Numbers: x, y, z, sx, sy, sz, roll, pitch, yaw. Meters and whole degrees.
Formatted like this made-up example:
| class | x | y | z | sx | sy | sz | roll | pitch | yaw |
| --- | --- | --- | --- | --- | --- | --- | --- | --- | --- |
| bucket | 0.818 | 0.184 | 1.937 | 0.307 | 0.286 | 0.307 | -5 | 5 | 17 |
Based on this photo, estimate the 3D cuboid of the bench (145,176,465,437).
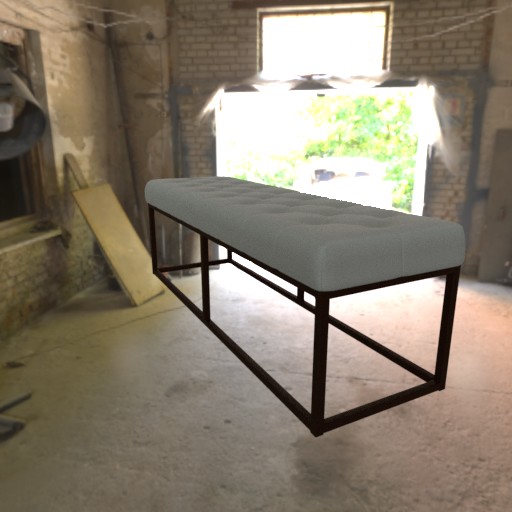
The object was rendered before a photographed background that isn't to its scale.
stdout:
| class | x | y | z | sx | sy | sz | roll | pitch | yaw |
| --- | --- | --- | --- | --- | --- | --- | --- | --- | --- |
| bench | 0.000 | 0.000 | 1.721 | 0.479 | 0.488 | 1.488 | -8 | 17 | -27 |
